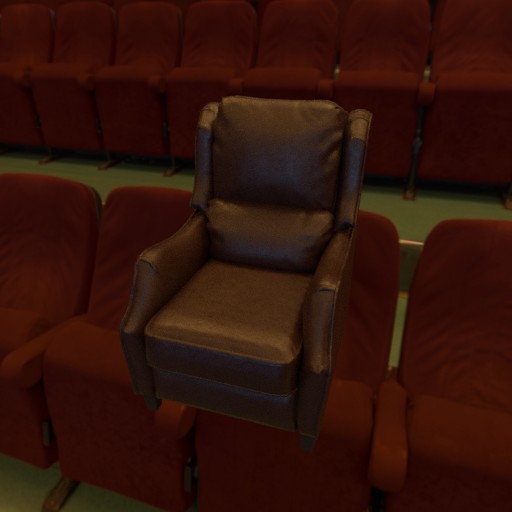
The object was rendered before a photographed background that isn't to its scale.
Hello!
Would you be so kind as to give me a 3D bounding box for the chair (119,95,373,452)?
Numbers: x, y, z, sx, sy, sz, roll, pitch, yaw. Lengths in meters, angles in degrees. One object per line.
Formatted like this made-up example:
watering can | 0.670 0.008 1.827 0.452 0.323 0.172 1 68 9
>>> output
chair | 0.000 0.000 1.786 0.770 1.132 0.982 8 28 16
